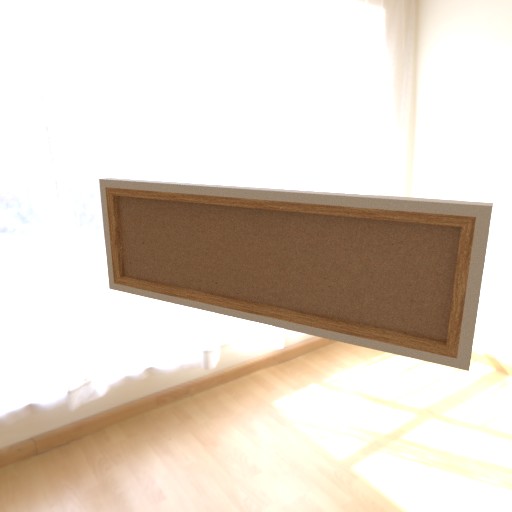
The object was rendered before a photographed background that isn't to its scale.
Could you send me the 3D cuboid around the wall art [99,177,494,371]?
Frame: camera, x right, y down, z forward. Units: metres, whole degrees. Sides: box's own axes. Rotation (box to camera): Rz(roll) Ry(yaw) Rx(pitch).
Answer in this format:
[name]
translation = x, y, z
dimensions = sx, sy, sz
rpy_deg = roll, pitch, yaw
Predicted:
[wall art]
translation = 0.000, 0.000, 0.837
dimensions = 0.763, 0.255, 0.038
rpy_deg = 8, 18, 28
